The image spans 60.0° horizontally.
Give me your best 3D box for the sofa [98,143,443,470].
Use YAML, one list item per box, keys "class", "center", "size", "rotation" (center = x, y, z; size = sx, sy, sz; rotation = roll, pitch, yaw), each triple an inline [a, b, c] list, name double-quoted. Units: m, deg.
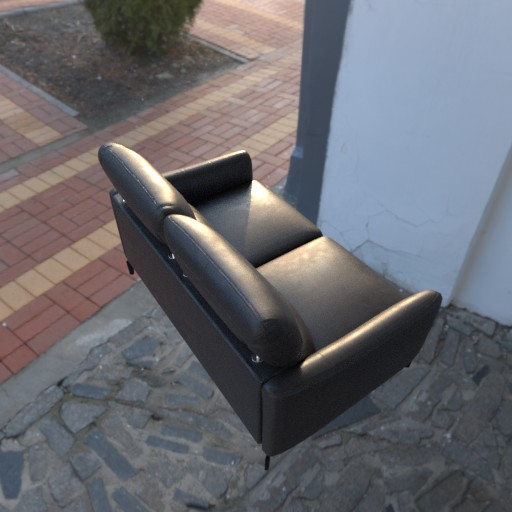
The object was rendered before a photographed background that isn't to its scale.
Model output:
- class: "sofa"
  center: [0.000, 0.000, 2.221]
  size: [0.958, 0.920, 1.596]
  rotation: [-25, 48, -25]
